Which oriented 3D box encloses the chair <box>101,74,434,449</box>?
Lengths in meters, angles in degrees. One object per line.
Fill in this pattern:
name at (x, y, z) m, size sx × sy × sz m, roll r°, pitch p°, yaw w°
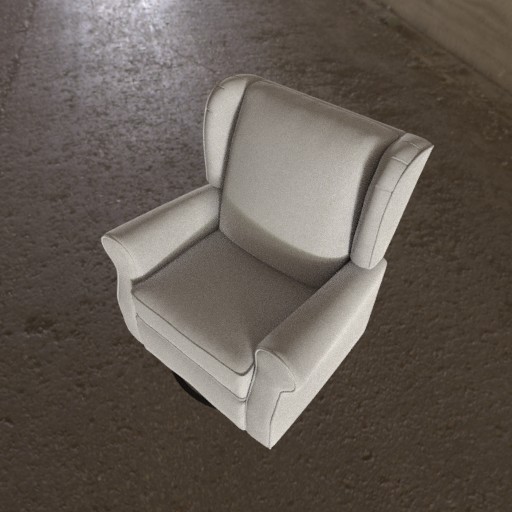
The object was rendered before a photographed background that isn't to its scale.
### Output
chair at (0.000, 0.000, 1.681) m, size 0.906 × 0.967 × 0.854 m, roll 31°, pitch 54°, yaw 26°
